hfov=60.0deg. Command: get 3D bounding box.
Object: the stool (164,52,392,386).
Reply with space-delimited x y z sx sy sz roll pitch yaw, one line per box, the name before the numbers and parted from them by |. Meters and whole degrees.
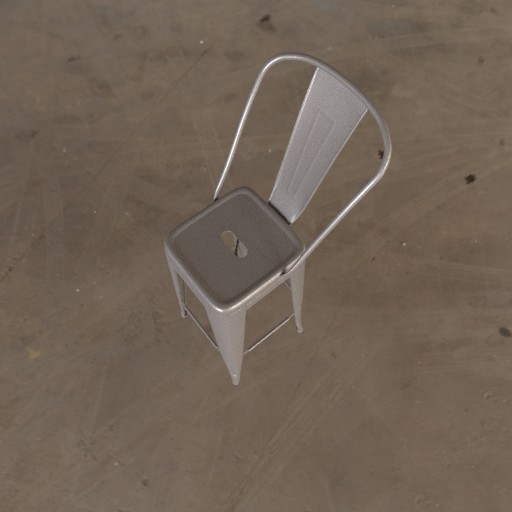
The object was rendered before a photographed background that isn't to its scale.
stool | 0.000 0.000 1.371 0.513 1.096 0.399 -36 70 -16
